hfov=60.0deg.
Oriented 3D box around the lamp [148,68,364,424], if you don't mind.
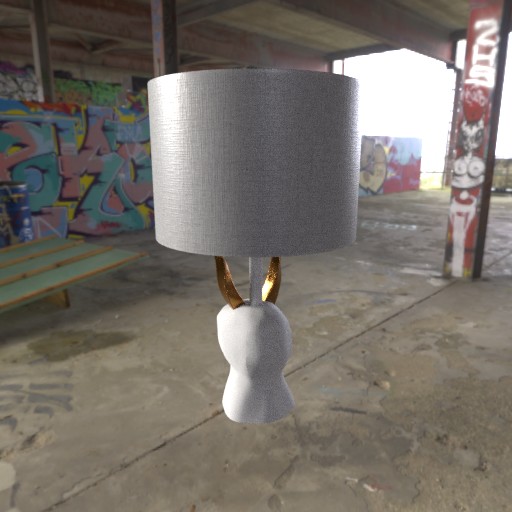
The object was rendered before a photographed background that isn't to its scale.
[{"bbox_3d":[0.000,0.000,0.684,0.298,0.503,0.298,-6,15,-25],"label":"lamp"}]
